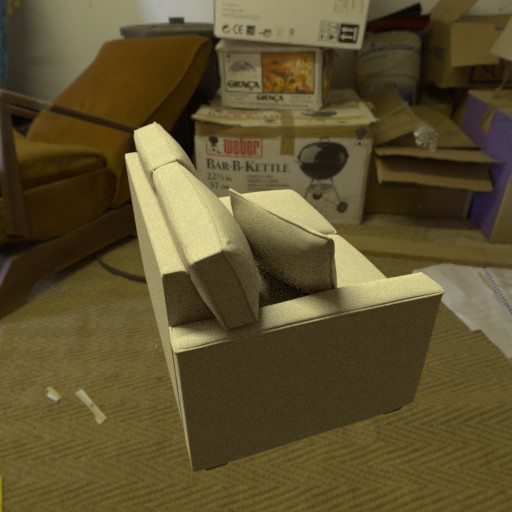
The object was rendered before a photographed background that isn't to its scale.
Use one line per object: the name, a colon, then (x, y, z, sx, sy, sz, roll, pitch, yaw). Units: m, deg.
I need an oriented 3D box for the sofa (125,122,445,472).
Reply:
sofa: (0.000, 0.000, 2.072, 0.991, 0.989, 1.388, -10, 32, -17)
